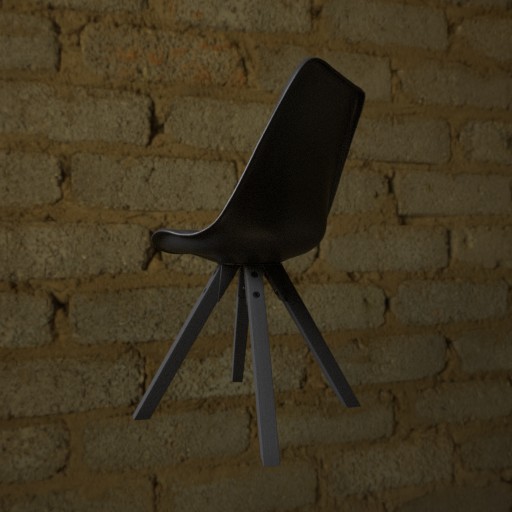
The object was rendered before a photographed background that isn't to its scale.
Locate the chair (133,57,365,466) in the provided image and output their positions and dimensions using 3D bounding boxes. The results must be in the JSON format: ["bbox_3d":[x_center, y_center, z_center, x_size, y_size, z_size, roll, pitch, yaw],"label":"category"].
[{"bbox_3d":[0.000,0.000,1.181,0.530,0.850,0.485,1,1,36],"label":"chair"}]
